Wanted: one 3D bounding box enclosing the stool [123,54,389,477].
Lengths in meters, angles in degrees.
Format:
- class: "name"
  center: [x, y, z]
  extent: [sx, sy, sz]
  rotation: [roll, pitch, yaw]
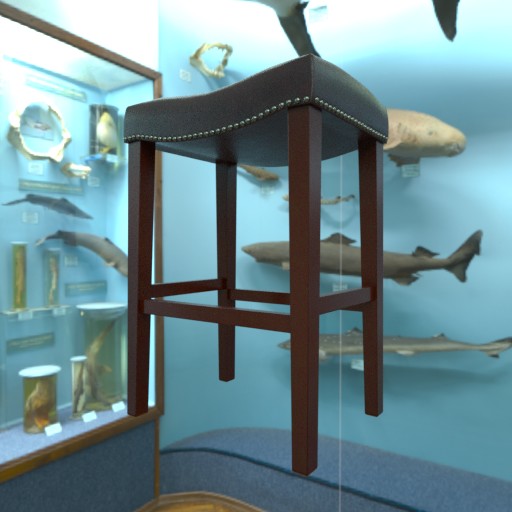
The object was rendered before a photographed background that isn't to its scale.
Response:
- class: "stool"
  center: [0.000, 0.000, 1.032]
  extent: [0.504, 0.742, 0.372]
  rotation: [1, 2, 36]
